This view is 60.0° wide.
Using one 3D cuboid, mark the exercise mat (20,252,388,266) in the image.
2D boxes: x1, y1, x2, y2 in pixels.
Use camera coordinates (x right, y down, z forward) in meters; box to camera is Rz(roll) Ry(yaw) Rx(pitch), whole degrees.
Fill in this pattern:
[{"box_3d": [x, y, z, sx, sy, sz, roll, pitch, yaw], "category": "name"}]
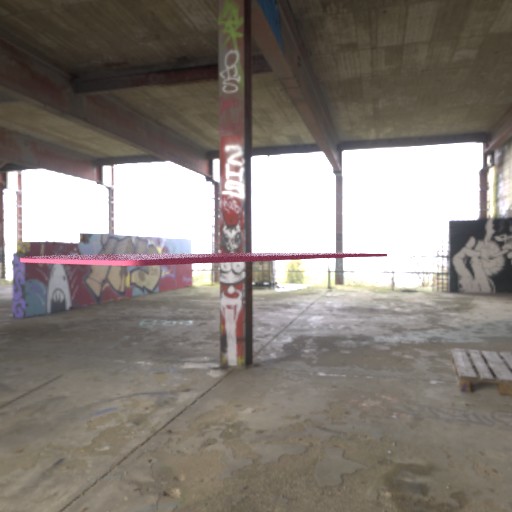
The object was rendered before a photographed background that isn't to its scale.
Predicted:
[{"box_3d": [0.000, 0.000, 2.049, 0.616, 0.021, 1.884, 1, 1, 36], "category": "exercise mat"}]
